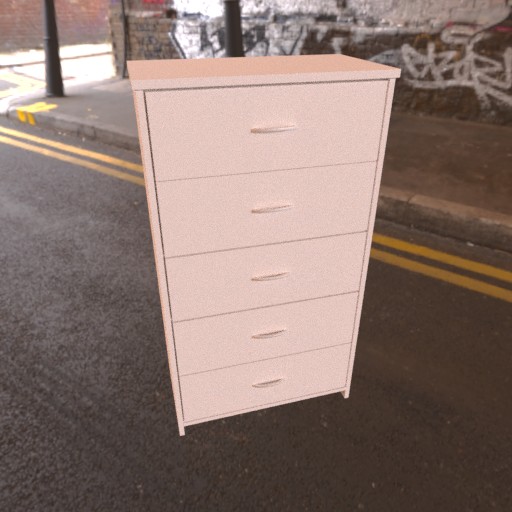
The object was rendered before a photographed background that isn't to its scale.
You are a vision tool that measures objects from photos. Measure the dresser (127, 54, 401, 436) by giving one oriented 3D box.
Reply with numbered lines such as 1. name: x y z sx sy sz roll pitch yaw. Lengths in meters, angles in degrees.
1. dresser: 0.000 0.000 1.574 0.704 1.255 0.399 -8 31 -13
